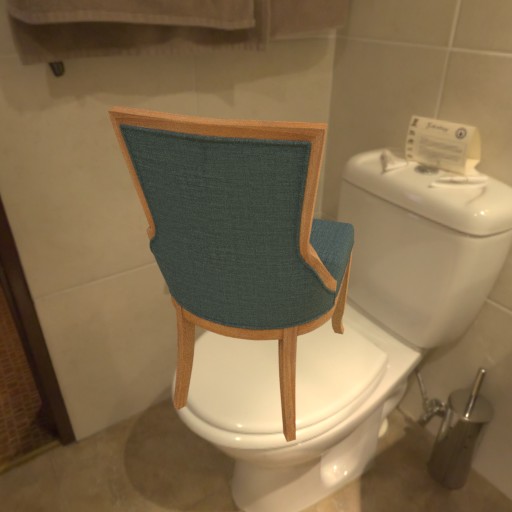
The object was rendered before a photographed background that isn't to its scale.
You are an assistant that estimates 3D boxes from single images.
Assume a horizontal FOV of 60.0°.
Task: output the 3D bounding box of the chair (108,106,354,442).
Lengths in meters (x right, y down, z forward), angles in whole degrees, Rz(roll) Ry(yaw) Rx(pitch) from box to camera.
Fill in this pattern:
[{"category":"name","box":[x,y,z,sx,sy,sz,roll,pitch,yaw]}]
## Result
[{"category":"chair","box":[0.000,0.000,1.332,0.524,0.947,0.641,10,32,16]}]
